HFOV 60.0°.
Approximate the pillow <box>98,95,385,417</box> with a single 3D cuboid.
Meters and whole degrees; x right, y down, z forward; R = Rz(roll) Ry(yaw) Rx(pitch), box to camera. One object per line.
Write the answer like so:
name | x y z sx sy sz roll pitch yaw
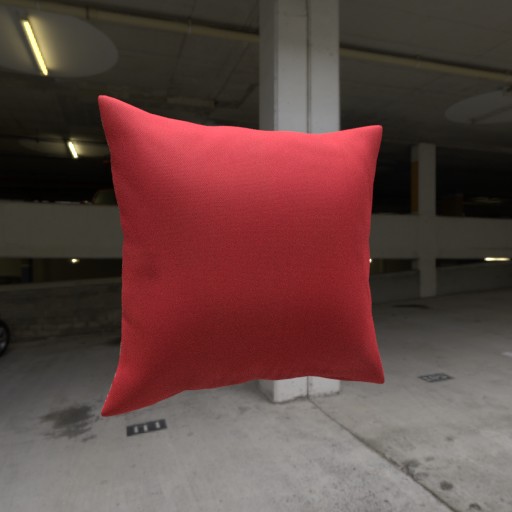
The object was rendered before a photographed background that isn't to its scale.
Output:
pillow | 0.000 0.000 0.778 0.522 0.507 0.192 0 0 -18
